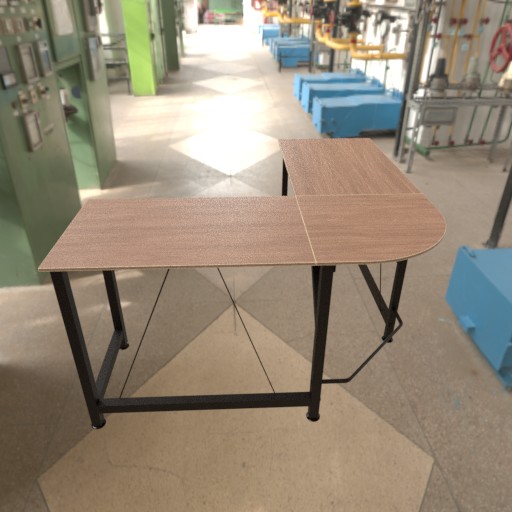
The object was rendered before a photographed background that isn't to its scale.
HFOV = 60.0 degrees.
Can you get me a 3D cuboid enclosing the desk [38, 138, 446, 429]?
[{"bbox_3d":[0.000,0.000,2.181,1.400,0.762,1.400,-1,30,-2],"label":"desk"}]
